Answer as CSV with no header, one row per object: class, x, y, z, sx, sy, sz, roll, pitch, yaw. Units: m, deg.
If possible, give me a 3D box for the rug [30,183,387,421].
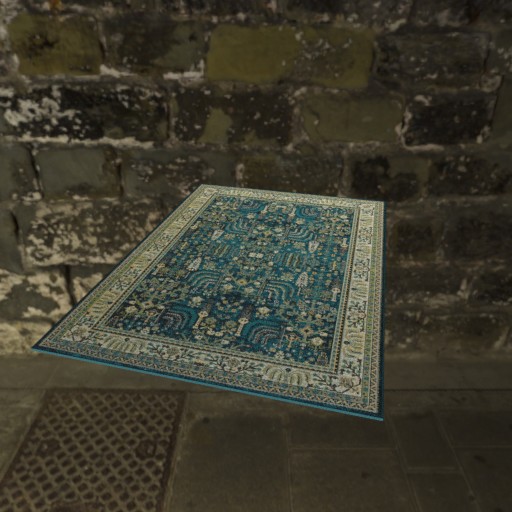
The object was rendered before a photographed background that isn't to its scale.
rug,0.000,0.000,2.815,1.594,0.013,2.213,7,31,13
